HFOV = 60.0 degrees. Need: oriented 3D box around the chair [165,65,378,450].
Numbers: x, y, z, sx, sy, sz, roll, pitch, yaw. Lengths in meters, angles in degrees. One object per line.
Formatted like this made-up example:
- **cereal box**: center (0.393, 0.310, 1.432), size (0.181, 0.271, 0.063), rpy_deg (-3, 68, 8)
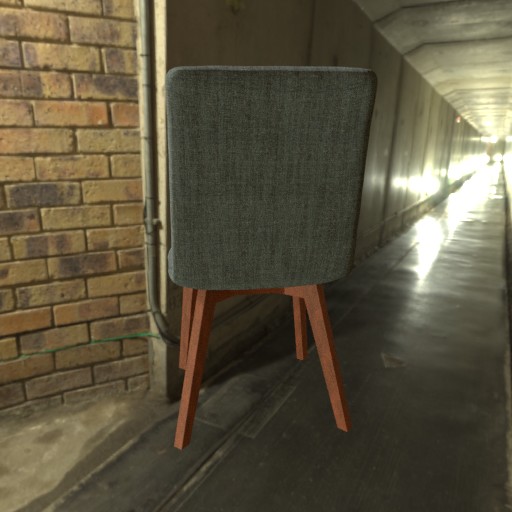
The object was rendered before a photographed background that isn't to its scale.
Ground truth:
- **chair**: center (0.000, 0.000, 1.308), size (0.522, 0.974, 0.563), rpy_deg (-2, 15, -9)
